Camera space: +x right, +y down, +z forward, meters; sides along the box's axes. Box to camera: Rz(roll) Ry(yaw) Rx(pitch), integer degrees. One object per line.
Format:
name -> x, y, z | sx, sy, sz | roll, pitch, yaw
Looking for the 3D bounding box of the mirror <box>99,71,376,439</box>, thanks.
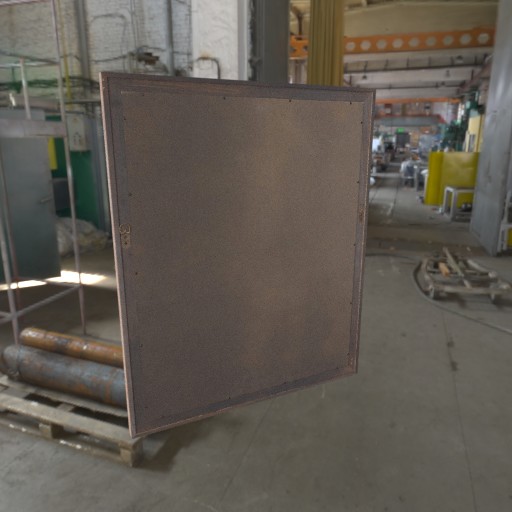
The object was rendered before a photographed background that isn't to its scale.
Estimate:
mirror -> 0.000, 0.000, 1.199 | 0.730, 0.882, 0.032 | -7, 17, -26
